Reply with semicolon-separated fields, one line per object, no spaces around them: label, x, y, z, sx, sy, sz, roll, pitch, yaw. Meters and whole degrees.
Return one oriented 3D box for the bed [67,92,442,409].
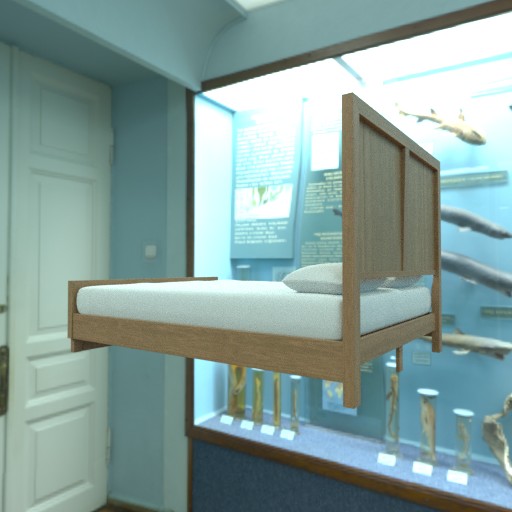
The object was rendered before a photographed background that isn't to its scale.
bed;0.000;0.000;3.223;2.184;1.387;1.606;-1;-2;35
